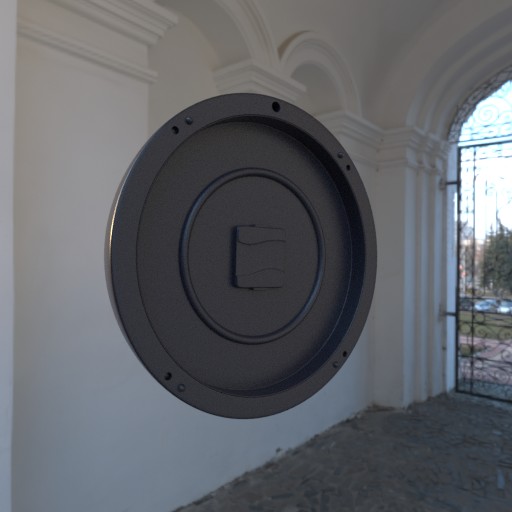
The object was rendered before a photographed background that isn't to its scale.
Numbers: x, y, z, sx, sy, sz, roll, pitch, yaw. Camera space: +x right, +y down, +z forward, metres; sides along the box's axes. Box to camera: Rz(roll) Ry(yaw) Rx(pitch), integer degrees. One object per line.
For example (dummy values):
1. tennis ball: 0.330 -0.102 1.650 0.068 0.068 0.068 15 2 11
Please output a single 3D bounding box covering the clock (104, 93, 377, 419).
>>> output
1. clock: 0.000 0.000 0.436 0.300 0.300 0.060 0 0 -35
